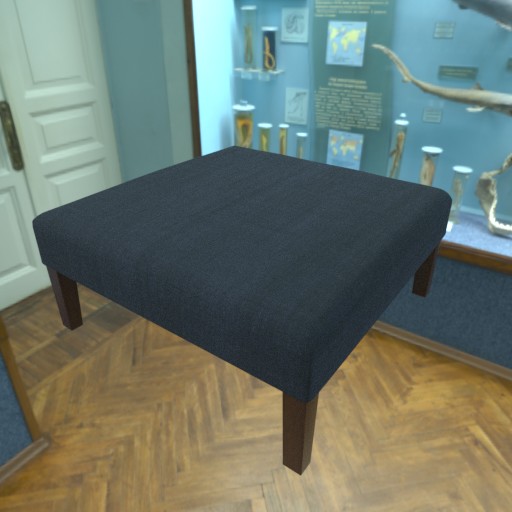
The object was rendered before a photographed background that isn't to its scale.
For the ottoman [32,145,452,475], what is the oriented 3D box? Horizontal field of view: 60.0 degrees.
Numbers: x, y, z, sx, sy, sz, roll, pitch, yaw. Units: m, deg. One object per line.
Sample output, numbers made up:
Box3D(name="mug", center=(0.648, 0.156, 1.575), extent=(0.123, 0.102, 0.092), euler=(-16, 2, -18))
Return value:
Box3D(name="ottoman", center=(0.000, 0.000, 1.372), extent=(0.889, 0.411, 0.890), euler=(20, 35, 31))
